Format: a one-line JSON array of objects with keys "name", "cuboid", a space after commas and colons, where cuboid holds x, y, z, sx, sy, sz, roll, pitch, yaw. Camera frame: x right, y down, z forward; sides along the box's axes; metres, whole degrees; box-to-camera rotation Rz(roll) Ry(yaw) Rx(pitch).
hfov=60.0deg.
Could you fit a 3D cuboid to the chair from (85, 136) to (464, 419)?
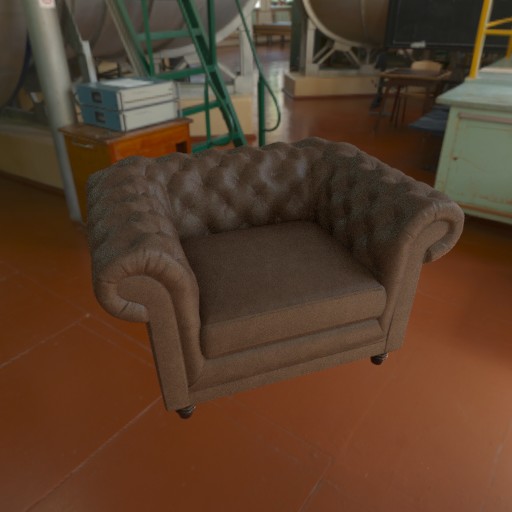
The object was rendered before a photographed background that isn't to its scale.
[{"name": "chair", "cuboid": [0.000, 0.000, 1.917, 1.298, 0.784, 0.954, -10, 32, -17]}]
